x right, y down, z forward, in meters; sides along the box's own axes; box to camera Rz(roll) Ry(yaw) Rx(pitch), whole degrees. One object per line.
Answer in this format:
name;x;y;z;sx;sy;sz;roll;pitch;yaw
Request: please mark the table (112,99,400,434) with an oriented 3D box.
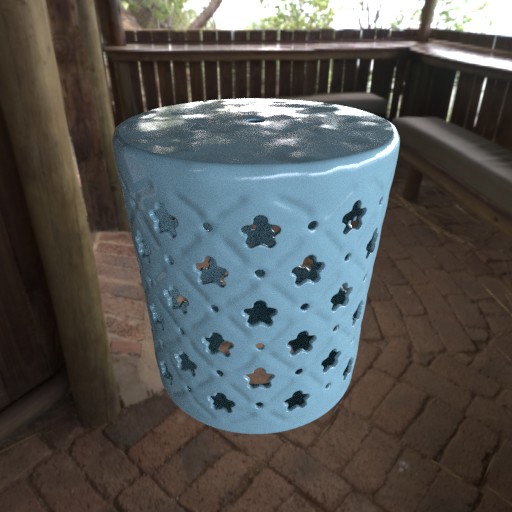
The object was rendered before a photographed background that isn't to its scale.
table;0.000;0.000;0.646;0.352;0.387;0.352;0;29;0
